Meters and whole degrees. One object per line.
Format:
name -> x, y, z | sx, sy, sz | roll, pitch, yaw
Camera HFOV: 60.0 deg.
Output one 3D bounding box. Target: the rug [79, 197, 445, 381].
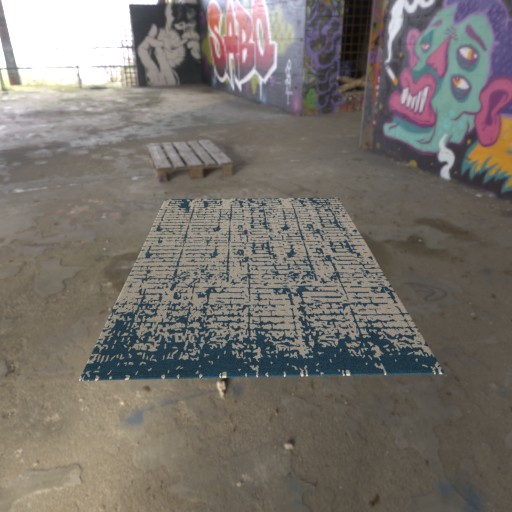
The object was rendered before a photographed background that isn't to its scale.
rug -> 0.000, 0.000, 2.295 | 1.220, 0.007, 1.828 | -1, 26, -1
